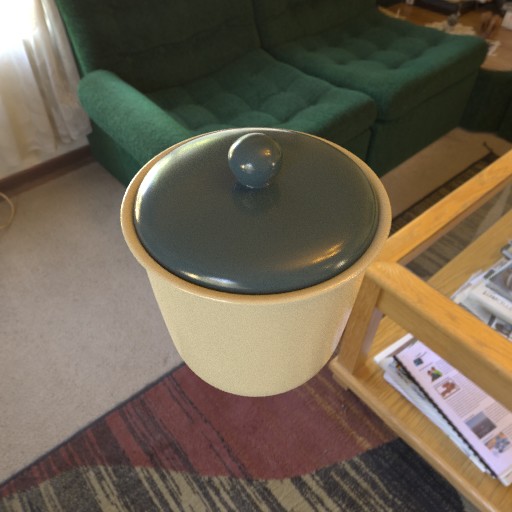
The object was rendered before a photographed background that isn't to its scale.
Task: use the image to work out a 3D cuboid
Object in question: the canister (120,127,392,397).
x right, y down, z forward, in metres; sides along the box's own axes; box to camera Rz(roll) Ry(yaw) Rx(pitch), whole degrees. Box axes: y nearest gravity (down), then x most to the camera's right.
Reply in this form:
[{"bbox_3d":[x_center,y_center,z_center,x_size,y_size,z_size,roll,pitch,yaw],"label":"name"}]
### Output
[{"bbox_3d":[0.000,0.000,0.346,0.182,0.208,0.182,0,47,0],"label":"canister"}]
